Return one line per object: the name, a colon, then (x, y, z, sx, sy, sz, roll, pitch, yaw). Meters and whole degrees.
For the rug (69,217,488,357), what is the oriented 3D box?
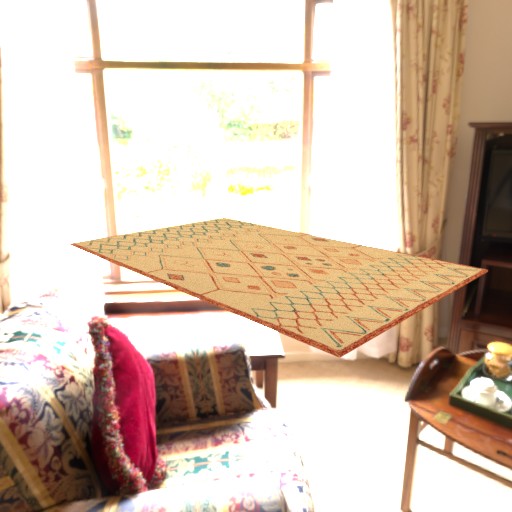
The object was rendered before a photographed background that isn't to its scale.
rug: (0.000, 0.000, 2.989, 1.524, 0.015, 2.438, -15, 21, -43)
